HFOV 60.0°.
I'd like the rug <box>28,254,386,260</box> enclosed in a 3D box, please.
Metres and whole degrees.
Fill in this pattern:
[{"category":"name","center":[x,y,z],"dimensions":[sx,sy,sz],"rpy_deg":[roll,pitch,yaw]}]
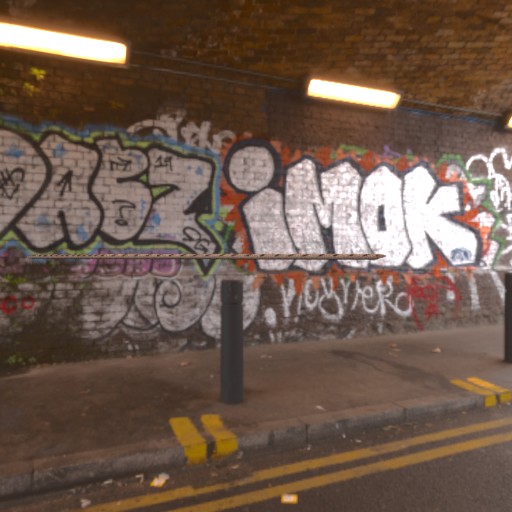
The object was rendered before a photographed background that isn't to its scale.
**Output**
[{"category":"rug","center":[0.000,0.000,3.273],"dimensions":[1.829,0.028,2.449],"rpy_deg":[0,0,17]}]
